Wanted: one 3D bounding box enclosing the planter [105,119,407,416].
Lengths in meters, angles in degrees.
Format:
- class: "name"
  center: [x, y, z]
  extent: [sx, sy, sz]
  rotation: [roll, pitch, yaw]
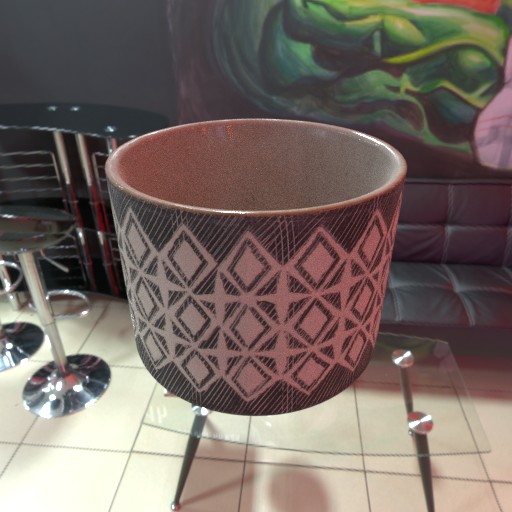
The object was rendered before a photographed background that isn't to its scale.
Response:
- class: "planter"
  center: [0.000, 0.000, 0.219]
  extent: [0.126, 0.104, 0.126]
  rotation: [0, 30, 0]
